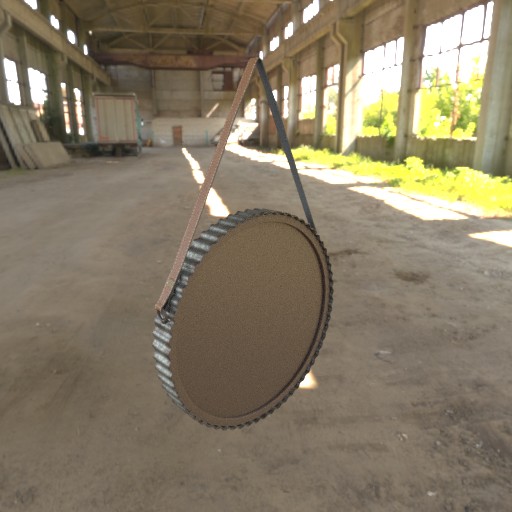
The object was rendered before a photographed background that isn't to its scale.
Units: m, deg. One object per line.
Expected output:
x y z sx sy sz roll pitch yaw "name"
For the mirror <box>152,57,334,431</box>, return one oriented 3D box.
0.000 0.000 0.687 0.355 0.568 0.042 -15 22 -41 "mirror"
